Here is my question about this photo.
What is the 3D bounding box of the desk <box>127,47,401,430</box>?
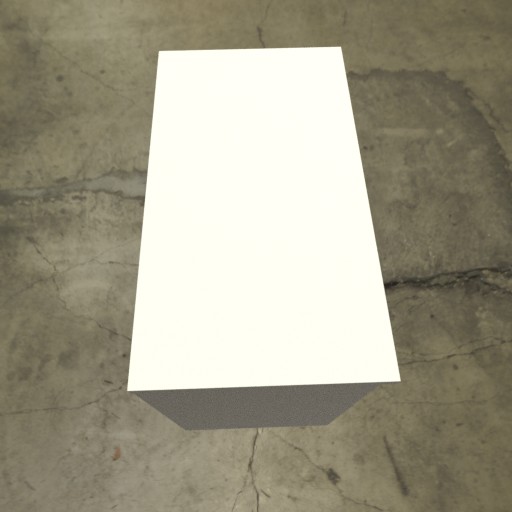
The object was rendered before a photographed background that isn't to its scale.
[{"bbox_3d":[0.000,0.000,1.333,0.498,0.729,0.900,-2,63,-1],"label":"desk"}]
